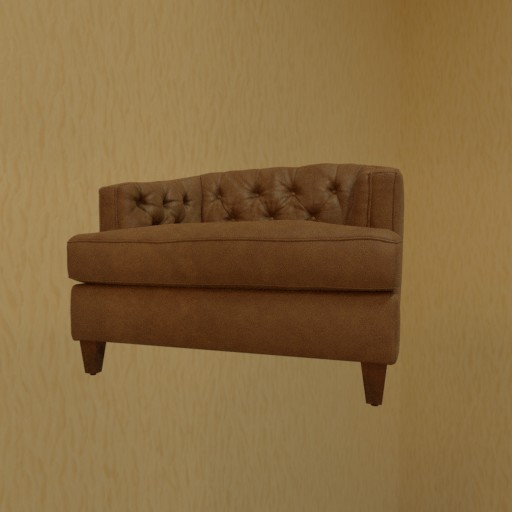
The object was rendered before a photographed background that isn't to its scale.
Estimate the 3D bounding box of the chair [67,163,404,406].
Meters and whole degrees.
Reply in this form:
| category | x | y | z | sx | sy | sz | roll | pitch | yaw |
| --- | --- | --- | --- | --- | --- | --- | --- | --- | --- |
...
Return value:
| category | x | y | z | sx | sy | sz | roll | pitch | yaw |
| --- | --- | --- | --- | --- | --- | --- | --- | --- | --- |
| chair | 0.000 | 0.000 | 1.766 | 1.119 | 0.836 | 0.911 | 0 | 1 | 19 |
